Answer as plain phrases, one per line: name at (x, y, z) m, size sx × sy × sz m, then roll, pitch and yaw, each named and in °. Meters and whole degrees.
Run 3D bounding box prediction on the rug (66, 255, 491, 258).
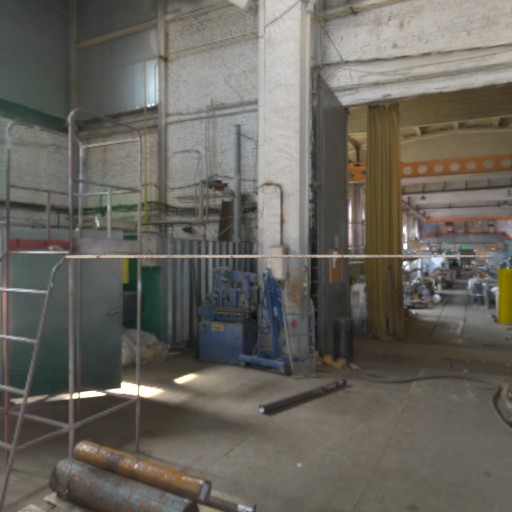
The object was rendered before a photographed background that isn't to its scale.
rug at (0.000, 0.000, 3.967) m, size 2.959 × 0.016 × 2.317 m, roll 0°, pitch 0°, yaw -19°
